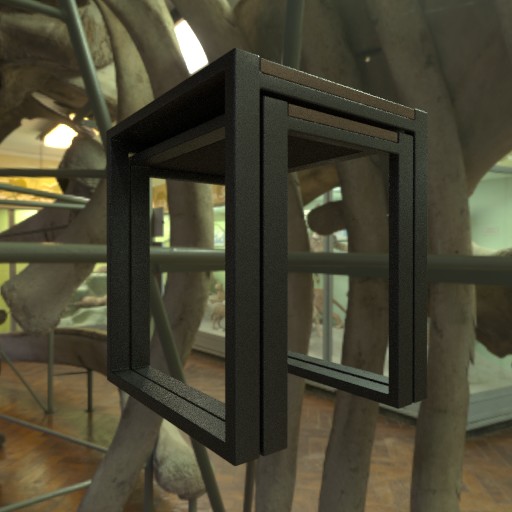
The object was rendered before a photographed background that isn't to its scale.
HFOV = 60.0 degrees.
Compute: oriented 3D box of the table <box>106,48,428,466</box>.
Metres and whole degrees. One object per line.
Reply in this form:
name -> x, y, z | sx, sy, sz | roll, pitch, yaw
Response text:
table -> 0.000, 0.000, 0.913 | 0.449, 0.550, 0.500 | 0, 1, -37
